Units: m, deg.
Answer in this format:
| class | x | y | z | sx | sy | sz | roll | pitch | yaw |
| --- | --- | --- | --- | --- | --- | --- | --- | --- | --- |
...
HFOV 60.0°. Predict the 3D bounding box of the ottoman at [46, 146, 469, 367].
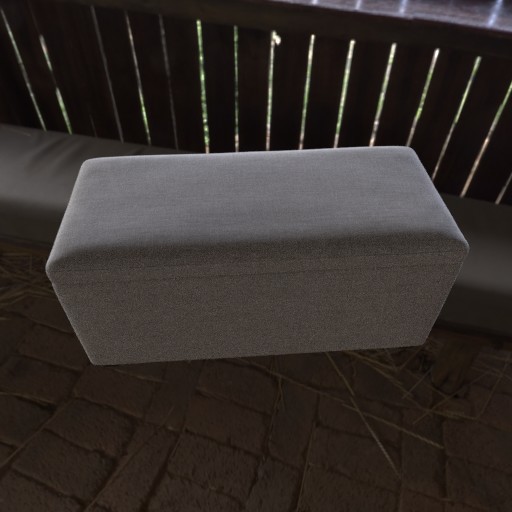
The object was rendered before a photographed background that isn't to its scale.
| class | x | y | z | sx | sy | sz | roll | pitch | yaw |
| --- | --- | --- | --- | --- | --- | --- | --- | --- | --- |
| ottoman | 0.000 | 0.000 | 1.178 | 0.902 | 0.432 | 0.419 | -3 | 46 | -3 |
